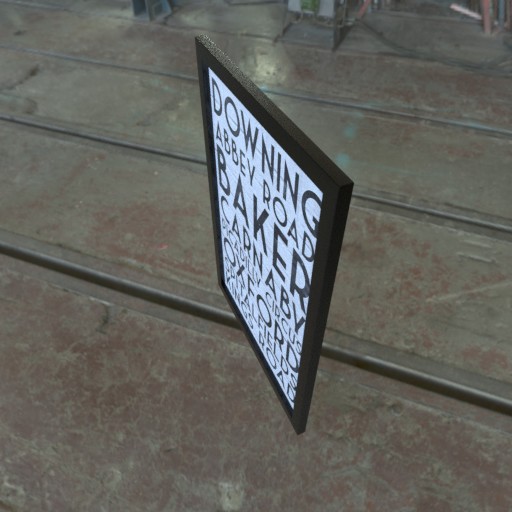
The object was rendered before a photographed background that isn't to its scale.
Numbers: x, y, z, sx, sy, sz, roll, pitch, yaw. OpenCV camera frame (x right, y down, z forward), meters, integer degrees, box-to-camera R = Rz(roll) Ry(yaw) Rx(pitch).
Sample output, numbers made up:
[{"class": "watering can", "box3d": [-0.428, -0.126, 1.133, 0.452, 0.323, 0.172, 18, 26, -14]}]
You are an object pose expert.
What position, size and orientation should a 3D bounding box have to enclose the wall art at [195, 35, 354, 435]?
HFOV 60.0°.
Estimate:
[{"class": "wall art", "box3d": [0.000, 0.000, 0.852, 0.019, 0.656, 0.462, -18, 49, -17]}]
